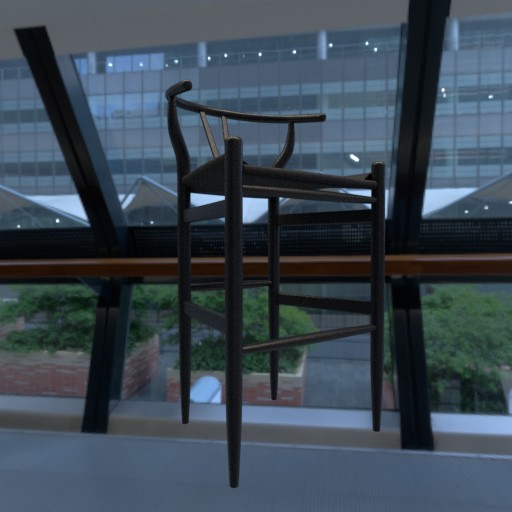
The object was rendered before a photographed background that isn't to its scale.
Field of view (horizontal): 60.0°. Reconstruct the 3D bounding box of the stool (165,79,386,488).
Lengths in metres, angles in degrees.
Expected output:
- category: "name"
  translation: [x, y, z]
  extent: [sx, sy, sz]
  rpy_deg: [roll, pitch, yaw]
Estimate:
- category: "stool"
  translation: [0.000, 0.000, 1.410]
  extent: [0.569, 1.072, 0.579]
  rpy_deg: [-1, 2, -36]
